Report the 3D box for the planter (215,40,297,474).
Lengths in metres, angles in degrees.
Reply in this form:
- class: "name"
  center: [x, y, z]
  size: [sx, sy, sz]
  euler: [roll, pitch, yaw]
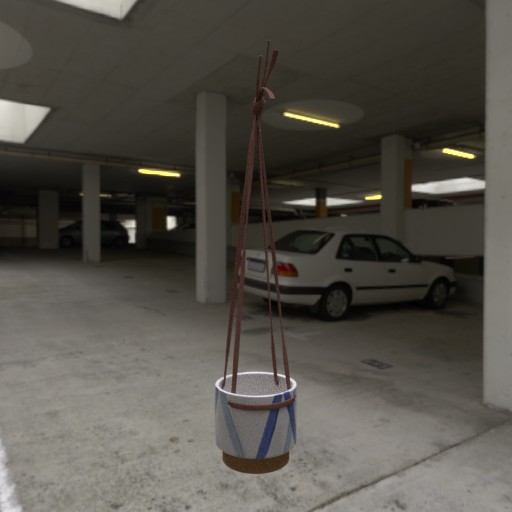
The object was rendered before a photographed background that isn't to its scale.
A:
- class: "planter"
  center: [0.000, 0.000, 0.822]
  size: [0.153, 0.753, 0.157]
  euler: [-1, 1, -36]
